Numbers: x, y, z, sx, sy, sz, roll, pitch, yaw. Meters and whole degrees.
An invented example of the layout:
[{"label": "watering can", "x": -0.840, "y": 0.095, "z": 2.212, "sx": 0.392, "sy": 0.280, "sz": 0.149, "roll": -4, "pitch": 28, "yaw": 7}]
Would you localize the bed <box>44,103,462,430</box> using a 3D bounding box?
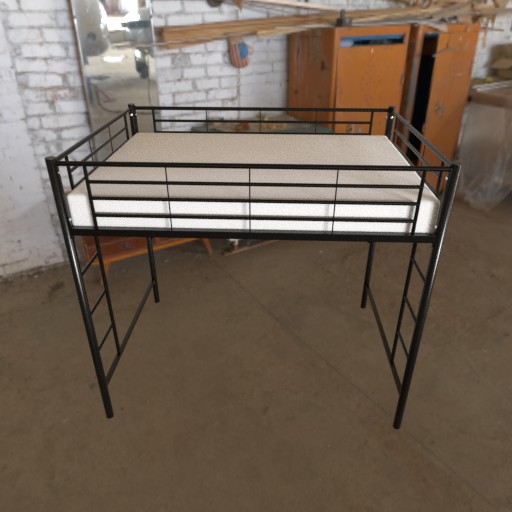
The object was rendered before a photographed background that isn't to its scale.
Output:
[{"label": "bed", "x": 0.000, "y": 0.000, "z": 3.135, "sx": 1.994, "sy": 1.803, "sz": 1.397, "roll": 1, "pitch": 29, "yaw": 2}]
